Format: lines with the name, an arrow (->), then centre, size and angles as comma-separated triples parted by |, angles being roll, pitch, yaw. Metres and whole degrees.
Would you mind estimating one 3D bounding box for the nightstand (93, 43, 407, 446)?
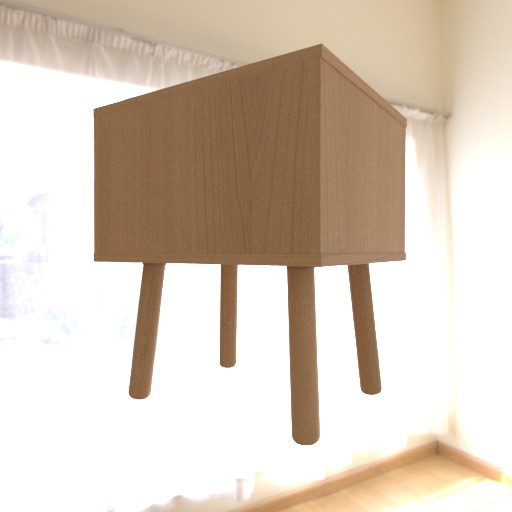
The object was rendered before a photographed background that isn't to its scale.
nightstand -> 0.000, 0.000, 0.831 | 0.450, 0.530, 0.380 | 1, 1, 34
